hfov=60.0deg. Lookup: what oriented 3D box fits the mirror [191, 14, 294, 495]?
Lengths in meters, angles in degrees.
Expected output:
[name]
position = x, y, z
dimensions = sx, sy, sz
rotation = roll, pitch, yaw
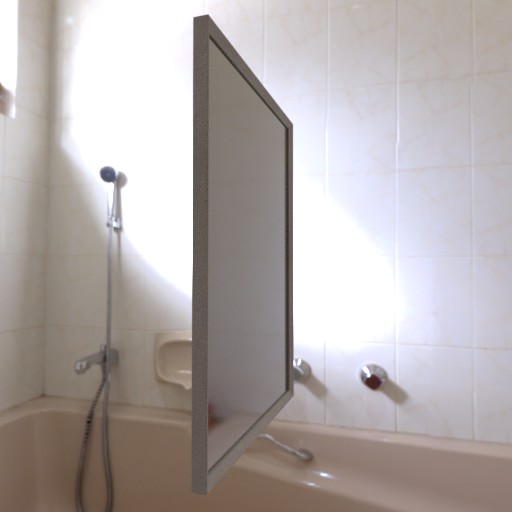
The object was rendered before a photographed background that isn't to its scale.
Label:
[mirror]
position = 0.000, 0.000, 1.302
dimensions = 0.041, 1.016, 0.762
rotation = -1, -2, 19
